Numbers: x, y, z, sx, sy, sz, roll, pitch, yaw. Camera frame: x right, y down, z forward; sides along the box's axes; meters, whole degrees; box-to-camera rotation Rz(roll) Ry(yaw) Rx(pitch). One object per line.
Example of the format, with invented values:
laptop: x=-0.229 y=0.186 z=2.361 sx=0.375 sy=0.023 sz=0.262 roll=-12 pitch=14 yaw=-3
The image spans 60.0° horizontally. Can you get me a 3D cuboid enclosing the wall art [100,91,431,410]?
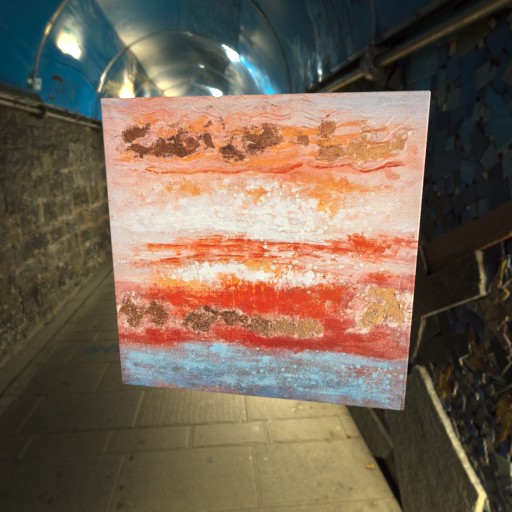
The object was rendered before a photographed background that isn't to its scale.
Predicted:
wall art: x=0.000 y=0.000 z=1.089 sx=0.747 sy=0.747 sz=0.035 roll=2 pitch=13 yaw=10
